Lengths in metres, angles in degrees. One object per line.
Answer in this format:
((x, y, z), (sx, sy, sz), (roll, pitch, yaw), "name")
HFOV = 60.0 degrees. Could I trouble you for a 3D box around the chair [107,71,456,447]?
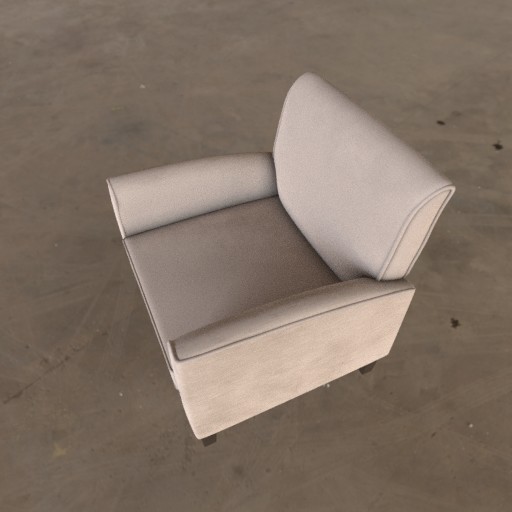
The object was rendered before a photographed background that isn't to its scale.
((0.000, 0.000, 1.567), (0.821, 0.915, 0.820), (-19, 50, -17), "chair")
